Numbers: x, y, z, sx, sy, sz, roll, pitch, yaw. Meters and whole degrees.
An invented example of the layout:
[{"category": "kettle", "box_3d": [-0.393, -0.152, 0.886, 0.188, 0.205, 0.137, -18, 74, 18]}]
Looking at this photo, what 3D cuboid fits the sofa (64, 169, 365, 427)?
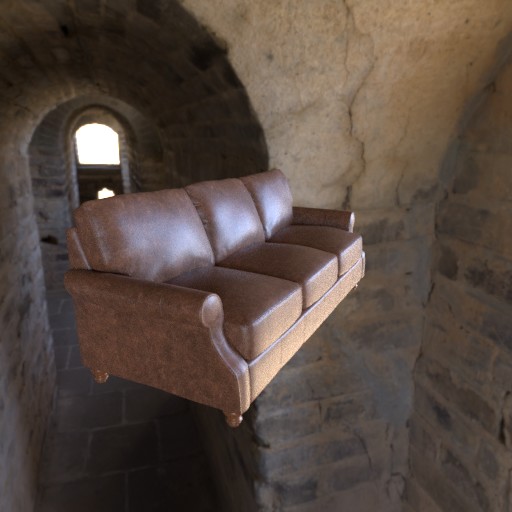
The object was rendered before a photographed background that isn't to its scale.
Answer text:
[{"category": "sofa", "box_3d": [0.000, 0.000, 2.901, 0.973, 0.977, 2.351, 8, 17, 26]}]
